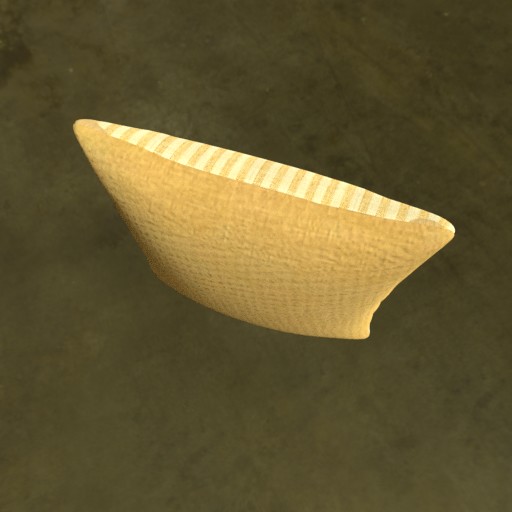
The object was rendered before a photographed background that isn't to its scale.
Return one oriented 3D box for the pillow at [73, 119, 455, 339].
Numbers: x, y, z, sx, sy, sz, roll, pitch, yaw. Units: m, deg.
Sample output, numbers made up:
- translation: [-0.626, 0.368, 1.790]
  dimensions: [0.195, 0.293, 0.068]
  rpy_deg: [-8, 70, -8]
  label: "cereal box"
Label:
- translation: [0.000, 0.000, 0.633]
  dimensions: [0.419, 0.407, 0.173]
  rpy_deg: [17, 67, 8]
  label: "pillow"
